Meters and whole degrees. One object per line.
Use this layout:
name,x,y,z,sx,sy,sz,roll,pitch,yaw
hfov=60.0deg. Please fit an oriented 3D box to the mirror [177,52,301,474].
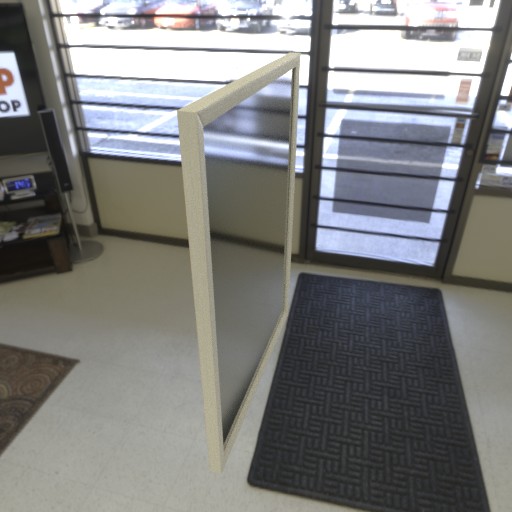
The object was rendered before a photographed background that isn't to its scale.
mirror,0.000,0.000,1.315,0.040,1.016,0.762,10,33,15
